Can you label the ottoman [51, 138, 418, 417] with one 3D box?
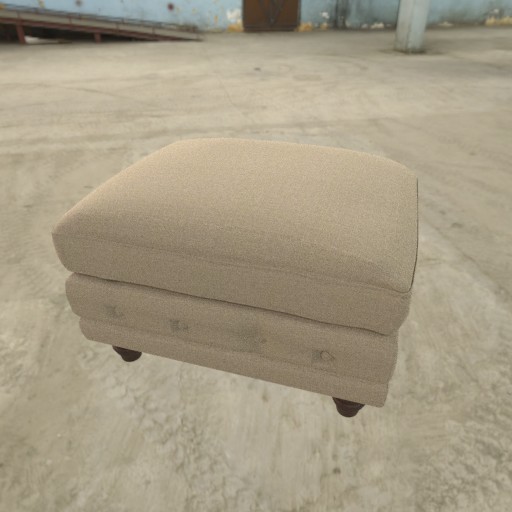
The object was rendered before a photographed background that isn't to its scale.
[{"bbox_3d":[0.000,0.000,1.045,0.684,0.463,0.541,10,33,15],"label":"ottoman"}]
